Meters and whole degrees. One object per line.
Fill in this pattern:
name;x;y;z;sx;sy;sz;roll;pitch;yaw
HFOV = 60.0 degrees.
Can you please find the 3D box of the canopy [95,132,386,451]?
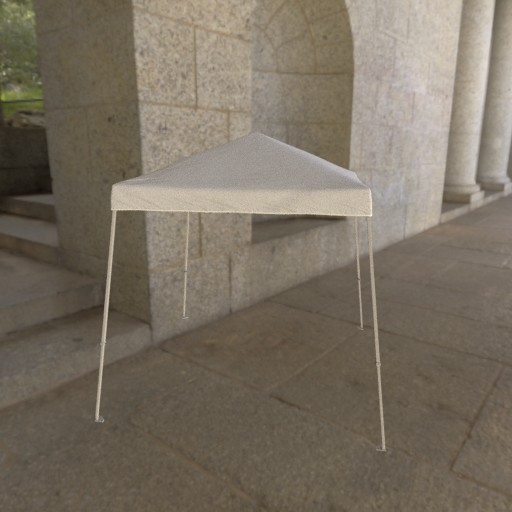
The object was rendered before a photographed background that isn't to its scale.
canopy;0.000;0.000;6.665;3.600;3.600;3.599;2;14;9
